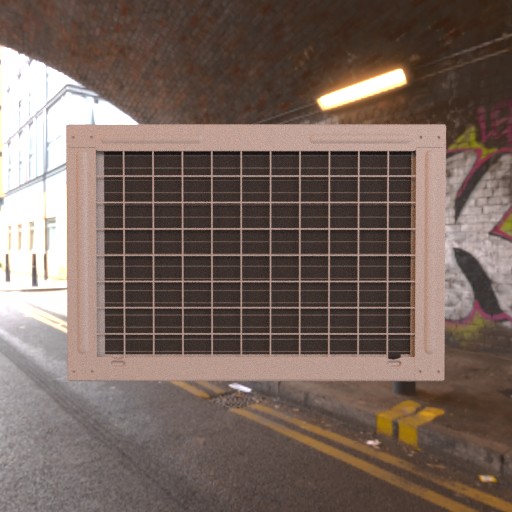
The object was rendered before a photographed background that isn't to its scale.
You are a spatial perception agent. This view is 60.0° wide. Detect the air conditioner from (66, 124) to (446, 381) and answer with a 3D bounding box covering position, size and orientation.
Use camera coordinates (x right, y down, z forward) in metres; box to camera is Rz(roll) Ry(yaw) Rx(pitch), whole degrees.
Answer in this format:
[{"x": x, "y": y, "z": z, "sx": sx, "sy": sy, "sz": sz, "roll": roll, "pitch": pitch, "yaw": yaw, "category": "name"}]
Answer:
[{"x": 0.000, "y": 0.000, "z": 1.046, "sx": 0.645, "sy": 0.455, "sz": 0.599, "roll": 0, "pitch": 1, "yaw": 0, "category": "air conditioner"}]
